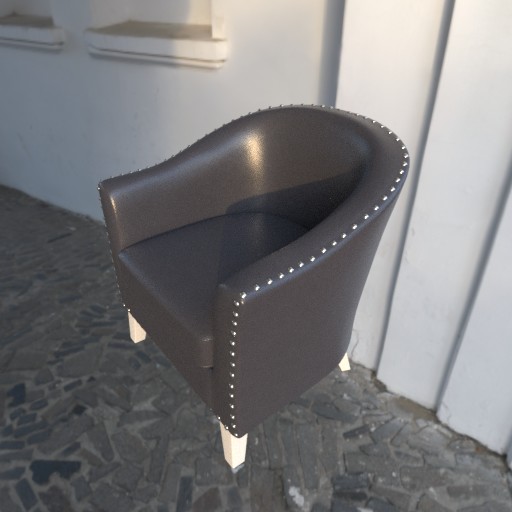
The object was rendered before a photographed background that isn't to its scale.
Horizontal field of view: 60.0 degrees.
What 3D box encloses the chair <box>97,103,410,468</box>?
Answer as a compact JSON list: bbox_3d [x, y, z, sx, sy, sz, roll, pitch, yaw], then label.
[{"bbox_3d":[0.000,0.000,1.436,0.748,0.823,0.794,-22,38,-31],"label":"chair"}]
